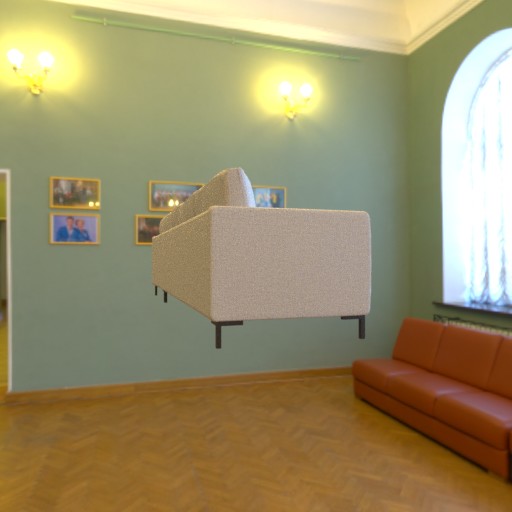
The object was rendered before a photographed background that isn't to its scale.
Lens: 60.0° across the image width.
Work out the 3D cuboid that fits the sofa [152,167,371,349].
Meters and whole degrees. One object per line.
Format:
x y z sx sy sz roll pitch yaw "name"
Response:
0.000 0.000 3.212 1.258 0.755 2.731 0 0 -18 "sofa"
